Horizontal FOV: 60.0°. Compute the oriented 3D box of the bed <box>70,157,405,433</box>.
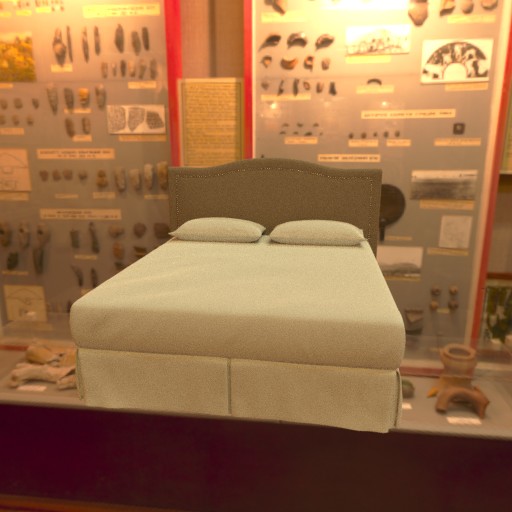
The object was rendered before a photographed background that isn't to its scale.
[{"bbox_3d":[0.000,0.000,3.445,2.083,1.421,2.182,2,15,8],"label":"bed"}]
